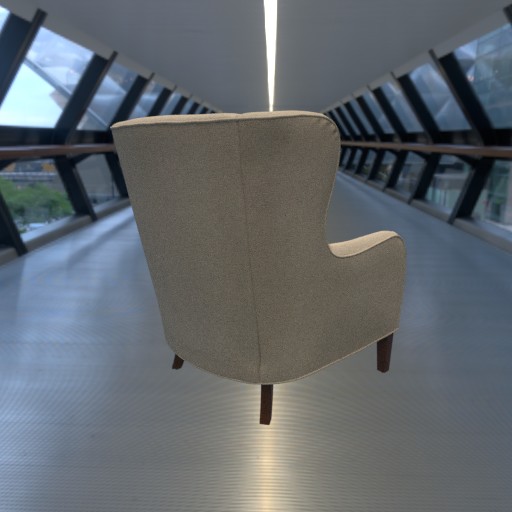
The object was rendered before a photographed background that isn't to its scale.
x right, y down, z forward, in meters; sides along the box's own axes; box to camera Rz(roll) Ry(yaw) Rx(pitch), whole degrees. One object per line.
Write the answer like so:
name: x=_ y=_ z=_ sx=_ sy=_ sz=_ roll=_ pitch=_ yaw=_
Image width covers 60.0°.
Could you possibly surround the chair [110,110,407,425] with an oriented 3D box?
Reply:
chair: x=0.000 y=0.000 z=1.761 sx=0.966 sy=1.040 sz=0.838 roll=-13 pitch=19 yaw=-42
